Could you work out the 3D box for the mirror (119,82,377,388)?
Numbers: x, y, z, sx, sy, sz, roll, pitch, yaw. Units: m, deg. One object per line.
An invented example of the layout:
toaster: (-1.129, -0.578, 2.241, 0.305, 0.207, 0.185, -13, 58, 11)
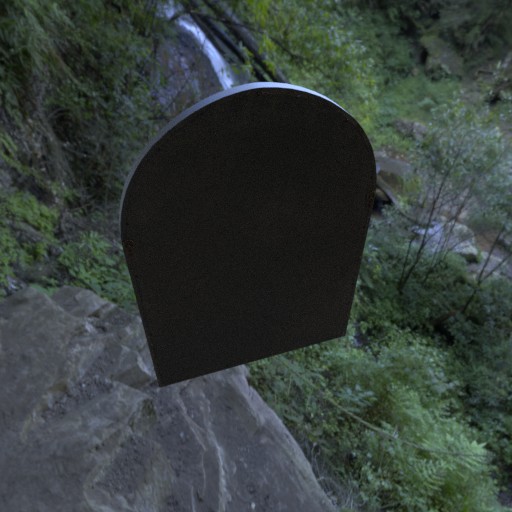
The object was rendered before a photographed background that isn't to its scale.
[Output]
mirror: (0.000, 0.000, 1.200, 0.660, 0.920, 0.032, -12, 43, -14)
